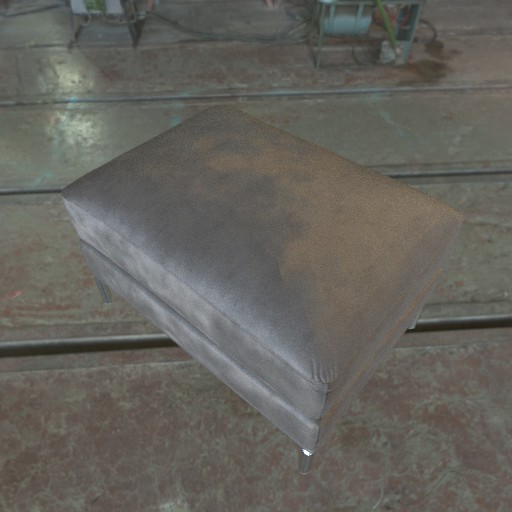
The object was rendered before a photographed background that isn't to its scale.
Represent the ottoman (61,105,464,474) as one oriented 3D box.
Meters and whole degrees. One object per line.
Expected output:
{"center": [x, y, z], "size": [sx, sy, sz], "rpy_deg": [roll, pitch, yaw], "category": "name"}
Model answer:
{"center": [0.000, 0.000, 1.053], "size": [0.719, 0.456, 0.520], "rpy_deg": [32, 55, 26], "category": "ottoman"}
